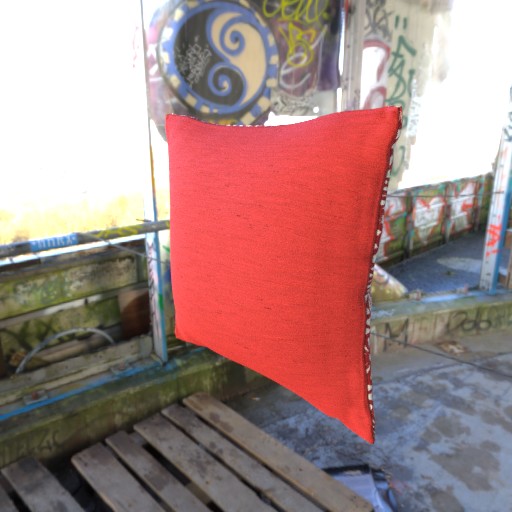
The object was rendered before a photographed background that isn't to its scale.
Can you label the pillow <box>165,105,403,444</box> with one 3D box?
[{"bbox_3d":[0.000,0.000,0.669,0.162,0.419,0.438,-15,22,-43],"label":"pillow"}]
